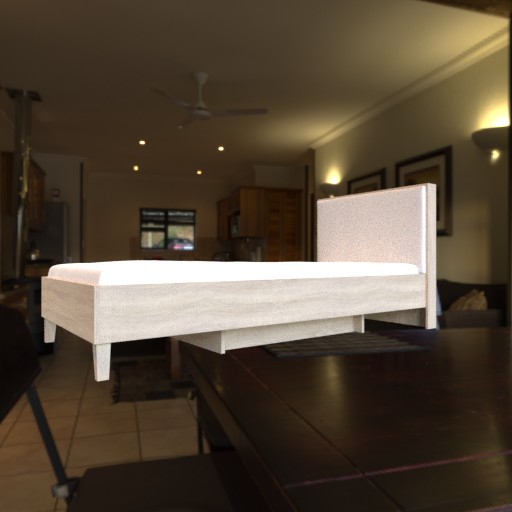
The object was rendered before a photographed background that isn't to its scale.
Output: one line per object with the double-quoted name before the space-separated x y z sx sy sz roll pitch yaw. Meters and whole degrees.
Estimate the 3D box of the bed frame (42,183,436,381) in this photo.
"bed frame" 0.000 0.000 2.614 2.140 0.920 0.990 0 0 -36
